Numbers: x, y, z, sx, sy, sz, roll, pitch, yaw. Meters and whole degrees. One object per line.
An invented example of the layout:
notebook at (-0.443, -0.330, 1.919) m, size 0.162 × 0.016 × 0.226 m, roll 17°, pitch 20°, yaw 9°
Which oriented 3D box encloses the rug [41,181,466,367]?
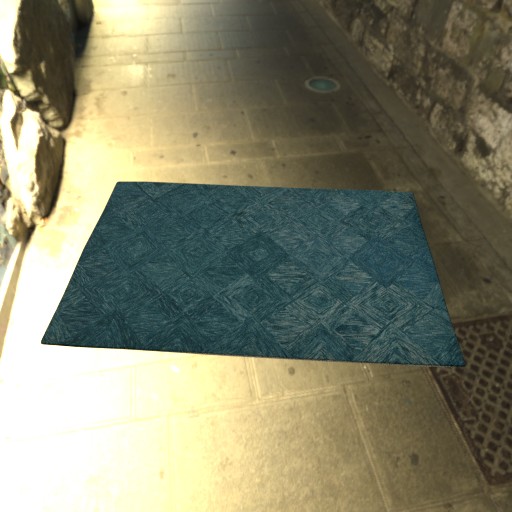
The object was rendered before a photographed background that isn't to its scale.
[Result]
rug at (0.000, 0.000, 2.177) m, size 1.728 × 0.017 × 1.136 m, roll 3°, pitch 45°, yaw 3°
